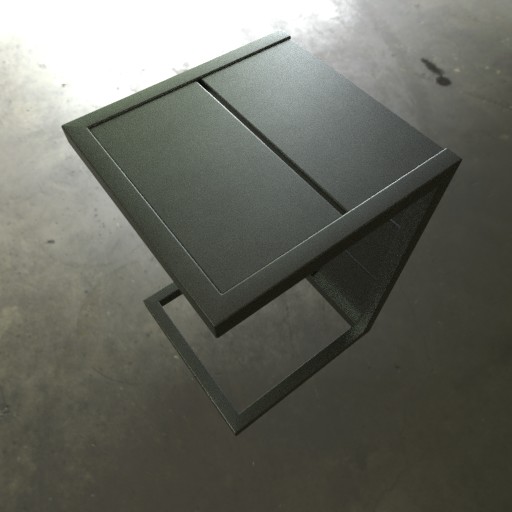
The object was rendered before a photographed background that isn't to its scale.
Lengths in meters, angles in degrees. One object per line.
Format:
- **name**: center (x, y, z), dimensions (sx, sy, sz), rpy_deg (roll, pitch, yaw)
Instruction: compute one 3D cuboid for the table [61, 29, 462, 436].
- **table**: center (0.000, 0.000, 0.893), dimensions (0.420, 0.609, 0.405), rpy_deg (-33, 63, -19)
